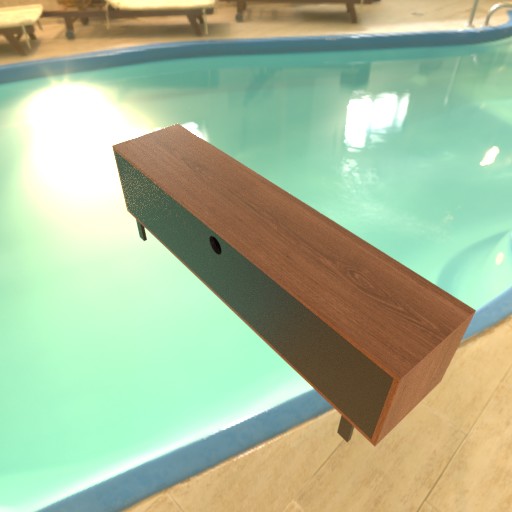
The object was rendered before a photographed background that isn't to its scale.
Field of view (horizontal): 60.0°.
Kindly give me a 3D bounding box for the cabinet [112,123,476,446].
[{"bbox_3d":[0.000,0.000,1.883,0.400,0.500,1.650,-29,49,-29],"label":"cabinet"}]
